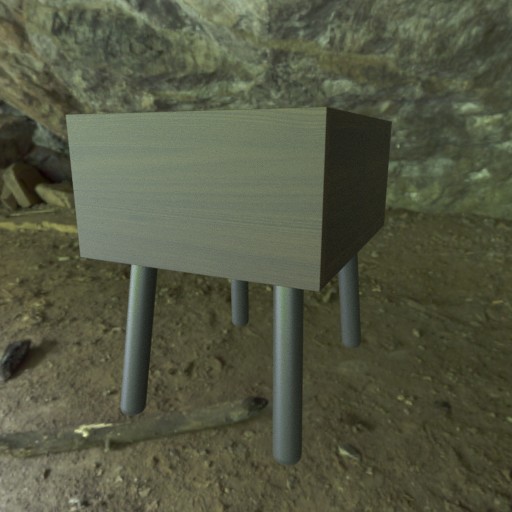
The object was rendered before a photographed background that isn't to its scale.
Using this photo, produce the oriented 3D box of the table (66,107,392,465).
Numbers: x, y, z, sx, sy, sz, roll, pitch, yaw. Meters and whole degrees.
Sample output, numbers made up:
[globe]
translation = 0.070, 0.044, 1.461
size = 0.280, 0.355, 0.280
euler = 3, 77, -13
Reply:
[table]
translation = 0.000, 0.000, 0.793
size = 0.370, 0.470, 0.450
euler = 7, 16, 24
